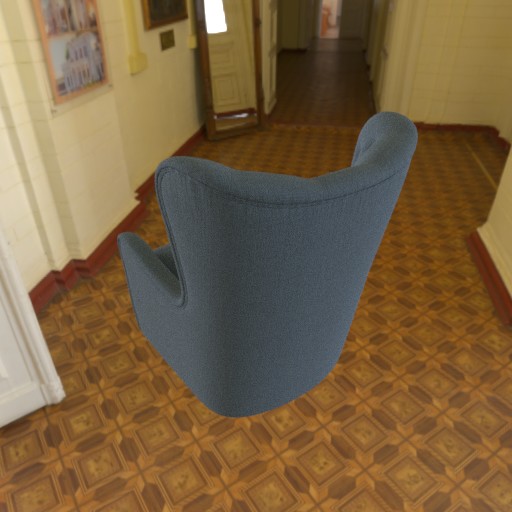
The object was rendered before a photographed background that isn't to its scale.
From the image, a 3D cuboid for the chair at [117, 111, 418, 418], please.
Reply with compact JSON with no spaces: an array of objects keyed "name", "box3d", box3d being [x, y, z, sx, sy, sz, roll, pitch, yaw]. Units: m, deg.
[{"name":"chair","box3d":[0.000,0.000,1.712,0.831,1.079,0.930,-20,37,-29]}]
